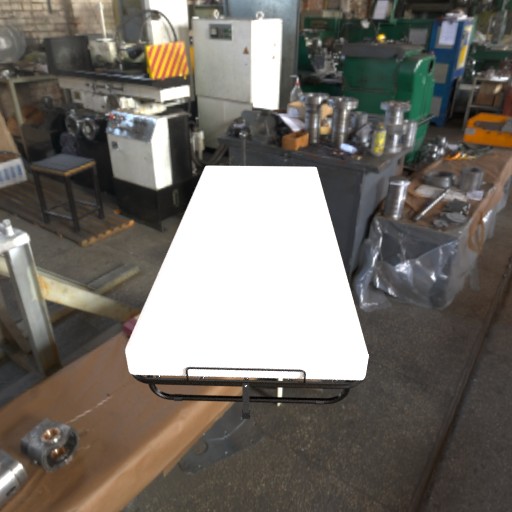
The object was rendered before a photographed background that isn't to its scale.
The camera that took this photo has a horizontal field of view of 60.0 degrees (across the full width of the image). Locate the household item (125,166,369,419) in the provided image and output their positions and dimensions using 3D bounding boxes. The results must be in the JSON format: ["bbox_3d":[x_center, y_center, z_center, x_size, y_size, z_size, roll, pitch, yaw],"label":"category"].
[{"bbox_3d":[0.000,0.000,2.234,0.787,0.356,1.905,1,29,2],"label":"household item"}]
